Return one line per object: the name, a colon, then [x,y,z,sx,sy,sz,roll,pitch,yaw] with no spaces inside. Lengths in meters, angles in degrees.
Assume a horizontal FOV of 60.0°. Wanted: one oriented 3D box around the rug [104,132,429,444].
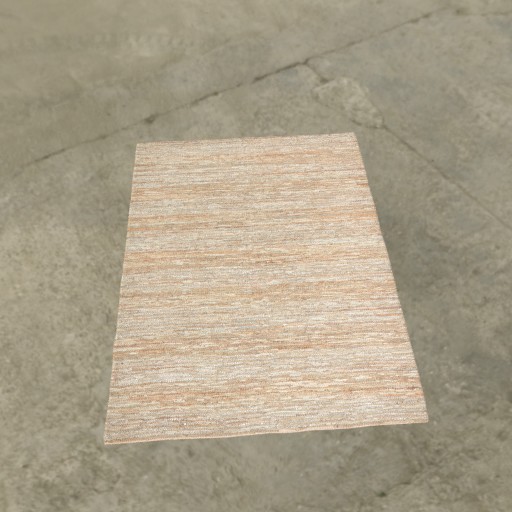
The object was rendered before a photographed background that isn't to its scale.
rug: [0.000,0.000,3.872,2.313,0.009,2.939,-3,58,-2]
